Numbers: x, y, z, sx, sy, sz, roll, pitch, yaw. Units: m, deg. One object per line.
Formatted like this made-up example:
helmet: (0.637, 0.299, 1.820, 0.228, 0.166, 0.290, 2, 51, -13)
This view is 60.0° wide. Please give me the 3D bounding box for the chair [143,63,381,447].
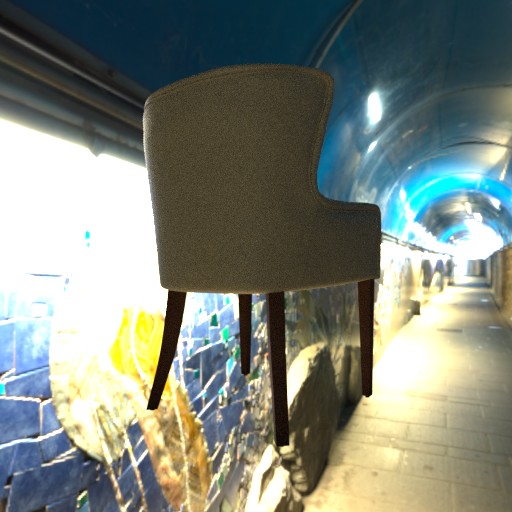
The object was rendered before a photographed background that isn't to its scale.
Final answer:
chair: (0.000, 0.000, 1.427, 0.660, 0.952, 0.686, -1, -2, 36)
